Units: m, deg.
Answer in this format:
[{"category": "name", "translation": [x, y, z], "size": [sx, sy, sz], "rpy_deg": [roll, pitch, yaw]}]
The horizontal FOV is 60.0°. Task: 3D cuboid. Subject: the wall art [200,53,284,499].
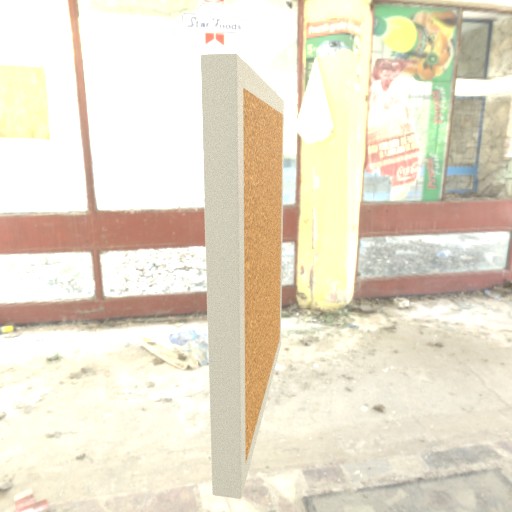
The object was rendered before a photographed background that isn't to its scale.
[{"category": "wall art", "translation": [0.000, 0.000, 0.523], "size": [0.028, 0.381, 0.331], "rpy_deg": [2, 14, 9]}]
